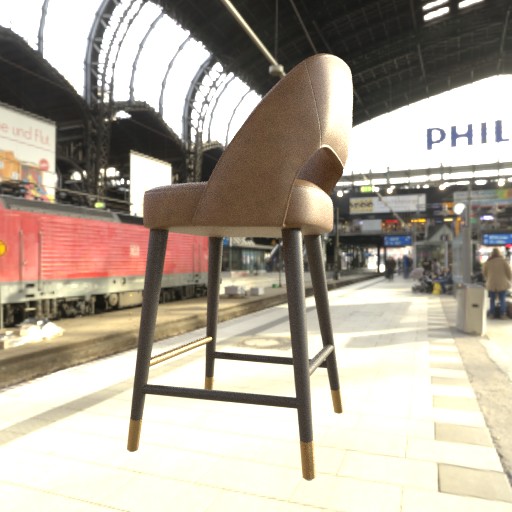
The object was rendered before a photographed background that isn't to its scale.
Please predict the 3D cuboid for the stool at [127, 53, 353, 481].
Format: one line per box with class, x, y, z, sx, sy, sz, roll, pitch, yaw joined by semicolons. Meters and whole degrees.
stool;0.000;0.000;1.197;0.509;0.940;0.494;0;-1;19
